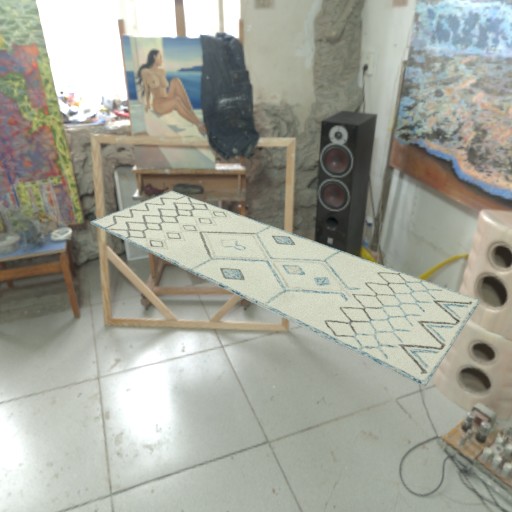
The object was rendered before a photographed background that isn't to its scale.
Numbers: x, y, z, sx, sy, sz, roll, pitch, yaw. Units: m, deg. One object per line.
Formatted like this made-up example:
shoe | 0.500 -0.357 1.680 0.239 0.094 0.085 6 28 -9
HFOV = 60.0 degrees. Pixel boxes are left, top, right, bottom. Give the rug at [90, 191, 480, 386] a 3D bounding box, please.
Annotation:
rug | 0.000 0.000 2.749 2.434 0.013 0.770 22 37 33
